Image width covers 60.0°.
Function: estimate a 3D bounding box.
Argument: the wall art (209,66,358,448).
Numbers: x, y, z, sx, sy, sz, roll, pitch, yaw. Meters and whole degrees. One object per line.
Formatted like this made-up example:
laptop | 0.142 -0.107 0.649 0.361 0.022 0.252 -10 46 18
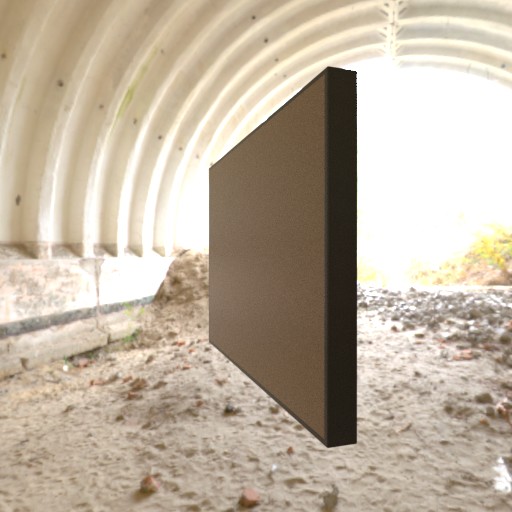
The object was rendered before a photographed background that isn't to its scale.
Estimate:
wall art | 0.000 0.000 1.196 0.058 0.640 0.939 0 0 -18
